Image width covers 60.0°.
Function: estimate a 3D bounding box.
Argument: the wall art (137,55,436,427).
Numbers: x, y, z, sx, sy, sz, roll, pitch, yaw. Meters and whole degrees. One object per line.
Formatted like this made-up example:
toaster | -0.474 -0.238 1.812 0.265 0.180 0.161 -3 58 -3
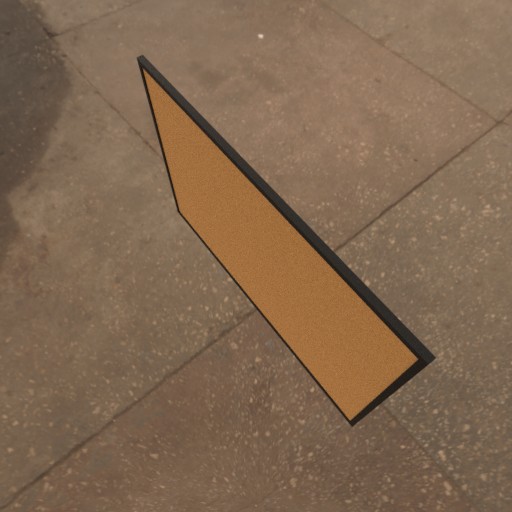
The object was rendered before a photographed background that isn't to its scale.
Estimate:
wall art | 0.000 0.000 0.831 0.013 0.458 0.664 -33 66 -17
